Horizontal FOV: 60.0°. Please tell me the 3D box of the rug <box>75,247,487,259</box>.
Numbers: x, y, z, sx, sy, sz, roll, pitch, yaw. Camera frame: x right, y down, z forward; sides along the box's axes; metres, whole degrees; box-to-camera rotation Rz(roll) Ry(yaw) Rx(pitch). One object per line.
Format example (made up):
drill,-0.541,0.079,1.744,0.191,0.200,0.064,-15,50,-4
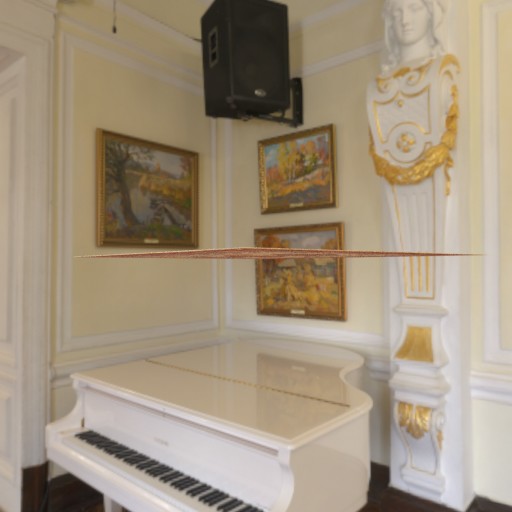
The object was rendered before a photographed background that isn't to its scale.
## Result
rug,0.000,0.000,4.133,2.460,0.005,3.067,1,-1,-37
